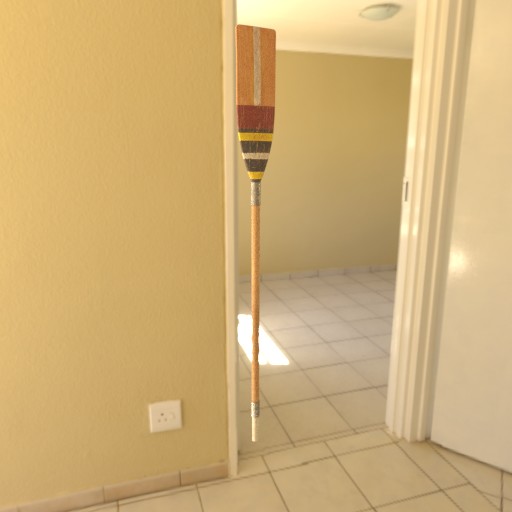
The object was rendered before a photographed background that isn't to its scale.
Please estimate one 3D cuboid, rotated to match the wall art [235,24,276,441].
[{"bbox_3d":[0.000,0.000,1.644,0.146,1.556,0.038,-7,15,-26],"label":"wall art"}]
